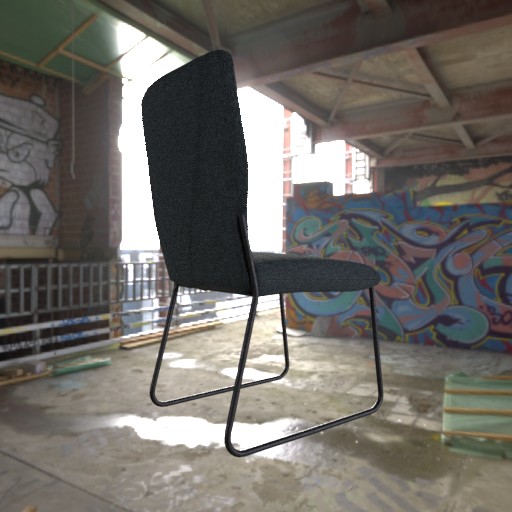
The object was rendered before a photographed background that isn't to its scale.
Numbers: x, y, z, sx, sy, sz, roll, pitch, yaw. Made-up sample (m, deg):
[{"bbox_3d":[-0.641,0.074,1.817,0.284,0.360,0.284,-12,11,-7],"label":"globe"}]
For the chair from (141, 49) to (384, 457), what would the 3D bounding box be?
[{"bbox_3d":[0.000,0.000,1.312,0.635,0.931,0.480,-1,1,-37],"label":"chair"}]
